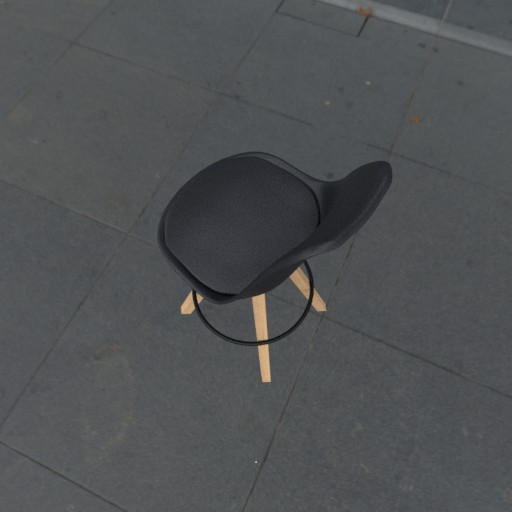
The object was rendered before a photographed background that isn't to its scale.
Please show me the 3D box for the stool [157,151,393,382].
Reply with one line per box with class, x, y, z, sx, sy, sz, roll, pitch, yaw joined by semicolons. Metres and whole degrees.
stool;0.000;0.000;1.396;0.550;1.115;0.485;37;70;16
